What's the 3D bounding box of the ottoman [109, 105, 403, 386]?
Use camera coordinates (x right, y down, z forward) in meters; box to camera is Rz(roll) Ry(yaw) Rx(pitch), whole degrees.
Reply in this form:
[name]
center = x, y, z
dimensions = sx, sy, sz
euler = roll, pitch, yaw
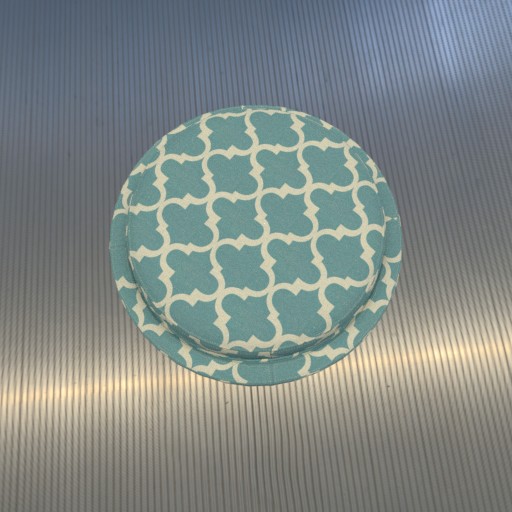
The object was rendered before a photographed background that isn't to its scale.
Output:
[ottoman]
center = 0.000, 0.000, 0.851
dimensions = 0.480, 0.429, 0.480
euler = 0, 75, 0
